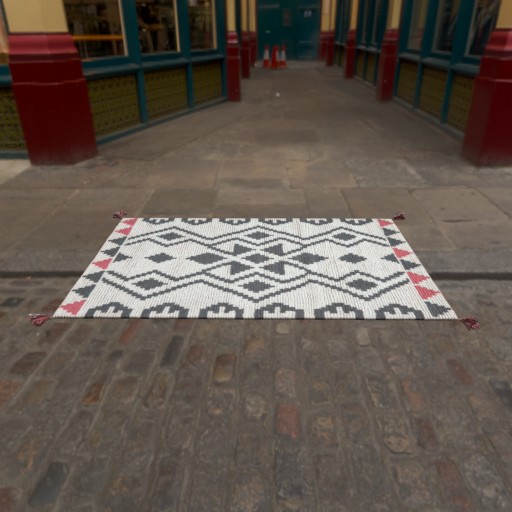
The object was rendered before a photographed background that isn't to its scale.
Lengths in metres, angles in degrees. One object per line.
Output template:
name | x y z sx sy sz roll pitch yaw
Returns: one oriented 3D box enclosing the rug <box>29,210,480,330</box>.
rug | 0.000 0.000 3.318 2.672 0.066 1.741 0 28 1
